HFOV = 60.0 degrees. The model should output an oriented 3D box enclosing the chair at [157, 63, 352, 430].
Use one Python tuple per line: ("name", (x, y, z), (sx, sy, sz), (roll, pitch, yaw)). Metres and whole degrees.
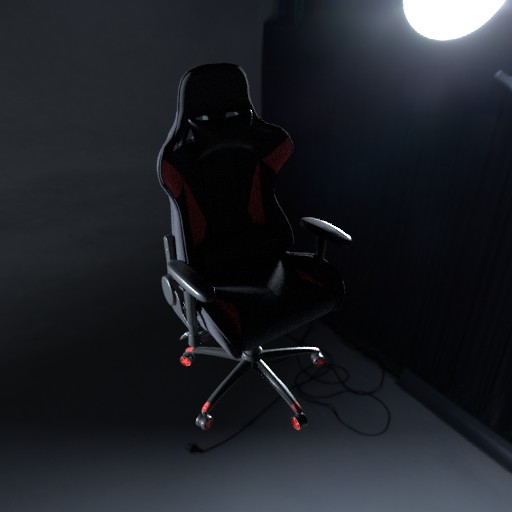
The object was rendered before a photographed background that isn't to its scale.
("chair", (0.000, 0.000, 1.708), (0.695, 1.326, 0.658), (-20, 35, -31))
